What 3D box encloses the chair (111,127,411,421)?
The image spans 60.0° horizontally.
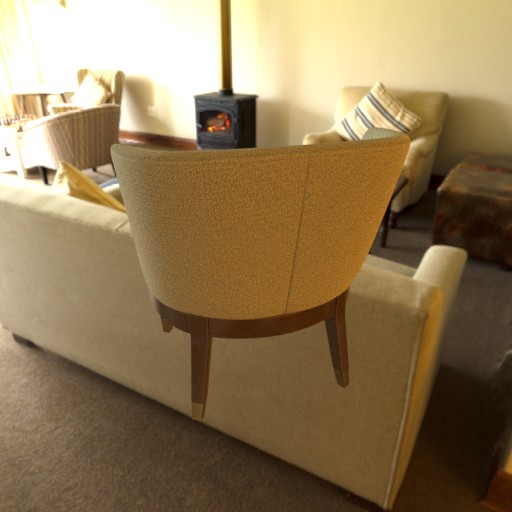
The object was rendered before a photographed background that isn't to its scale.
[{"bbox_3d":[0.000,0.000,1.256,0.700,0.760,0.660,-8,28,-15],"label":"chair"}]
